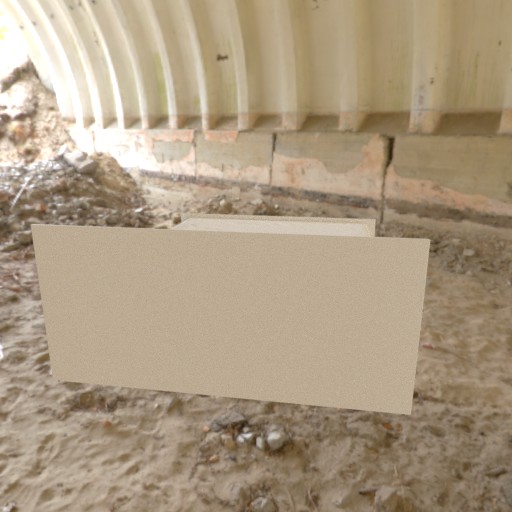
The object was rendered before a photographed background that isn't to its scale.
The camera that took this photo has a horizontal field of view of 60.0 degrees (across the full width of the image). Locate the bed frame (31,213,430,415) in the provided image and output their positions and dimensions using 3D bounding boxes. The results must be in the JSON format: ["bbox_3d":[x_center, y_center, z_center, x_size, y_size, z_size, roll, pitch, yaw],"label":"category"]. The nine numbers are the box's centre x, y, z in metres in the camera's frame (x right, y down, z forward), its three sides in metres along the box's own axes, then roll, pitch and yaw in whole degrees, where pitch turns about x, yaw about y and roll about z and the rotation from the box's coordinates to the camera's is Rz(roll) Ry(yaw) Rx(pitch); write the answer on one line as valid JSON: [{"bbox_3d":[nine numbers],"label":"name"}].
[{"bbox_3d":[0.000,0.000,2.951,1.720,0.800,2.060,3,16,9],"label":"bed frame"}]
